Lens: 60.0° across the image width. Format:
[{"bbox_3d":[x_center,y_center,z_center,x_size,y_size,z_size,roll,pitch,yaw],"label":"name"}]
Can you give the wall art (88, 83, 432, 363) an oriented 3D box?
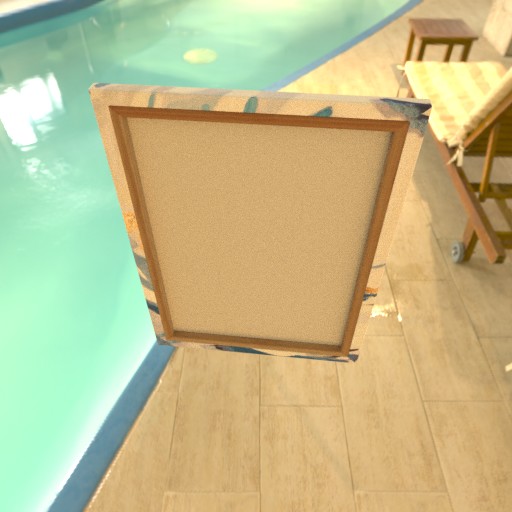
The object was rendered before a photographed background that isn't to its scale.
[{"bbox_3d":[0.000,0.000,1.341,0.761,1.015,0.038,4,45,4],"label":"wall art"}]
